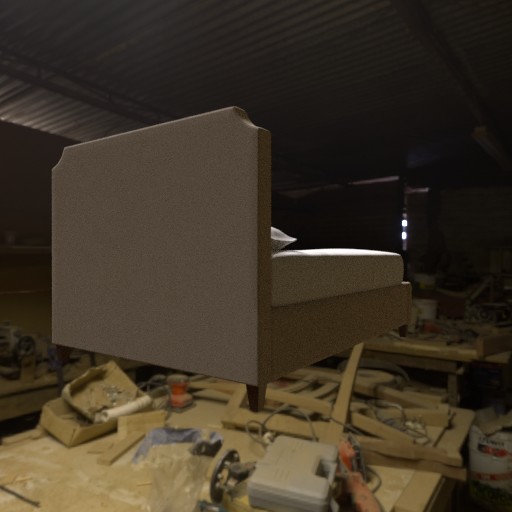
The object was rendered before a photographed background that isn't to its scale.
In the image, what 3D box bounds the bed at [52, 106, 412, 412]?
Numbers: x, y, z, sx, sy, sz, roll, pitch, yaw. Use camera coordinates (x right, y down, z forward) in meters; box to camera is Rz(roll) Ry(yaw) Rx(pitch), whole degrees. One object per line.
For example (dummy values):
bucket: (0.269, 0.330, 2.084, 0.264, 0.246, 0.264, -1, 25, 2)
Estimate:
bed: (0.000, 0.000, 3.414, 1.703, 1.415, 2.329, 0, 0, 35)
